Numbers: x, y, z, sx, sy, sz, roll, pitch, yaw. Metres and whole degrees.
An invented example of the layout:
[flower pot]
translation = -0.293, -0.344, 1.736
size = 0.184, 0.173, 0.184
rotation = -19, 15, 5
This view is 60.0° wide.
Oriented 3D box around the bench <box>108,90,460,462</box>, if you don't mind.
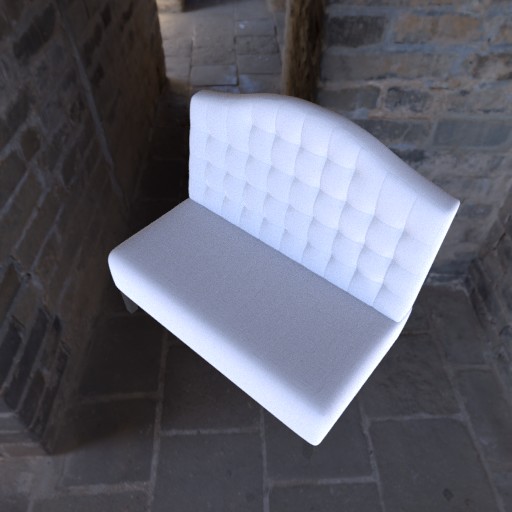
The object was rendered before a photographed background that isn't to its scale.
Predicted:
[bench]
translation = 0.000, 0.000, 2.038
size = 1.335, 1.180, 0.815
rotation = 32, 55, 26
